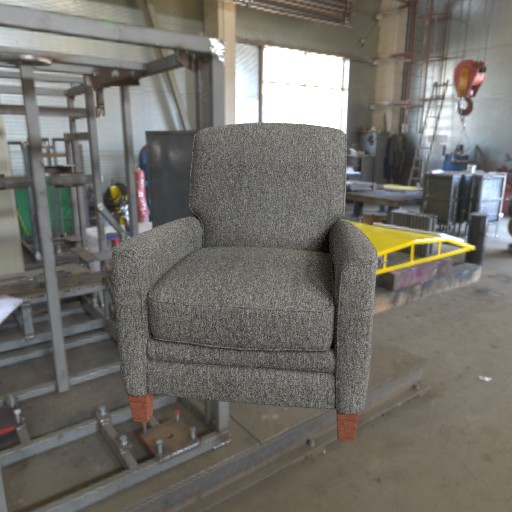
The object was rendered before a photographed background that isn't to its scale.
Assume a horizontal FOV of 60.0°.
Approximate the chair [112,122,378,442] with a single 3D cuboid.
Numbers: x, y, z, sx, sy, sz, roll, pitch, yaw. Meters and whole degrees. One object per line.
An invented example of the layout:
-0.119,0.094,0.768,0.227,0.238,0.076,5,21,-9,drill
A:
0.000,0.000,1.700,0.848,1.014,0.864,2,15,8,chair
